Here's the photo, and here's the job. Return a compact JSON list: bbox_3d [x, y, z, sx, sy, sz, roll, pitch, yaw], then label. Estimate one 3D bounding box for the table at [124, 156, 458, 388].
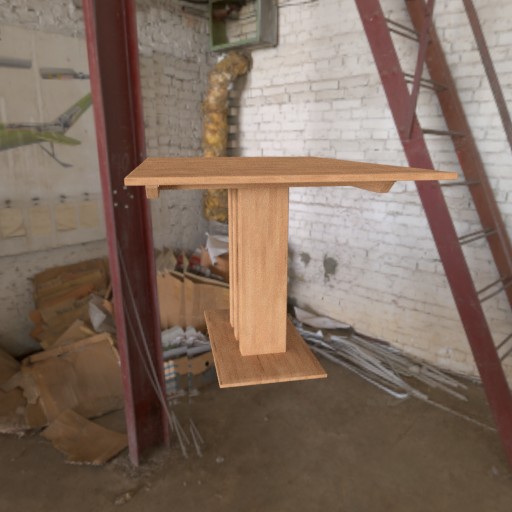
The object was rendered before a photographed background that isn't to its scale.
[{"bbox_3d":[0.000,0.000,1.869,0.900,0.770,1.300,-3,15,-11],"label":"table"}]
